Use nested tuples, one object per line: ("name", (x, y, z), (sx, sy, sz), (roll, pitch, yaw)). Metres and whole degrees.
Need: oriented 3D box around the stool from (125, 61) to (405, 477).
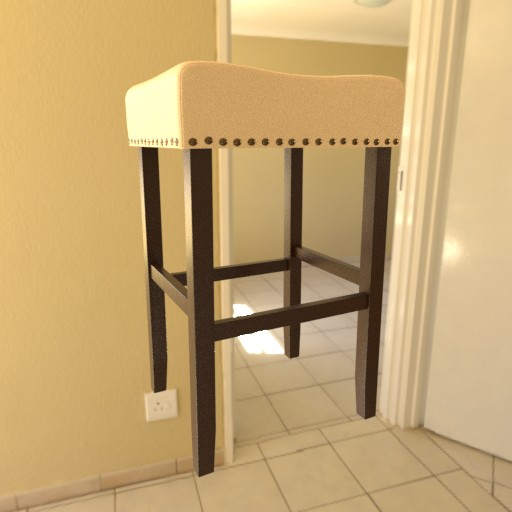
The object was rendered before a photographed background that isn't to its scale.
("stool", (0.000, 0.000, 1.027), (0.471, 0.762, 0.401), (-7, 16, -26))
